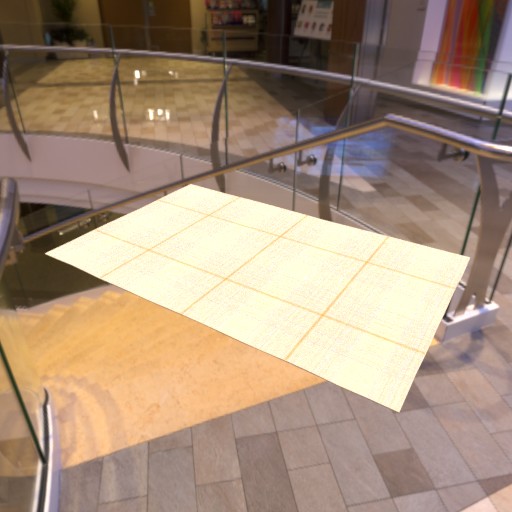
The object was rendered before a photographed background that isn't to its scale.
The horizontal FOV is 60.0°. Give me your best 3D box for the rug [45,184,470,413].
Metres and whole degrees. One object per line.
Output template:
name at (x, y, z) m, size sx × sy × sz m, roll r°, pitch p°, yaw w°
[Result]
rug at (0.000, 0.000, 2.998) m, size 2.442 × 0.016 × 1.527 m, roll 18°, pitch 35°, yaw 28°
